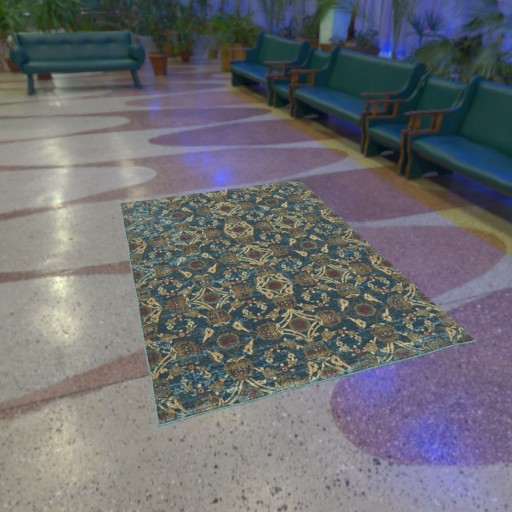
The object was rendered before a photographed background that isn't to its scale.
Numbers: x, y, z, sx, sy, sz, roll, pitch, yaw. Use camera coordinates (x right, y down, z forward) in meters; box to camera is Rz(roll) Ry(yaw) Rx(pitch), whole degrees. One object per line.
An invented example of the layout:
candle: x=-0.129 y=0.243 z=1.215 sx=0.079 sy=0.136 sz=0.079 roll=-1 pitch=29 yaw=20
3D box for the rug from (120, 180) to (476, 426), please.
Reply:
rug: x=0.000 y=0.000 z=2.876 sx=1.567 sy=0.014 sz=2.207 roll=-10 pitch=33 yaw=-16
